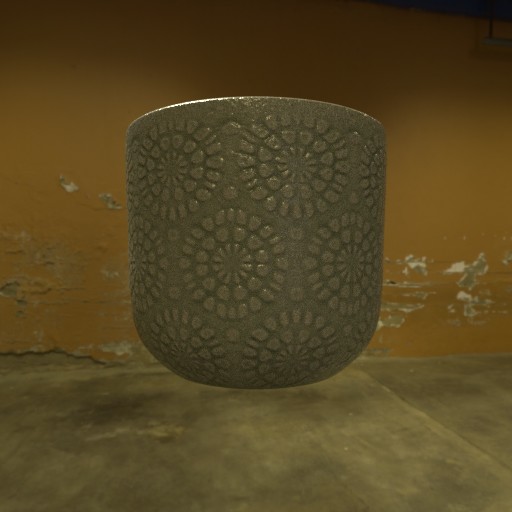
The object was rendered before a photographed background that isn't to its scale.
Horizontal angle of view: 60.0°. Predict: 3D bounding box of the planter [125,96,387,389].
[{"bbox_3d":[0.000,0.000,0.298,0.169,0.153,0.169,0,-1,0],"label":"planter"}]
